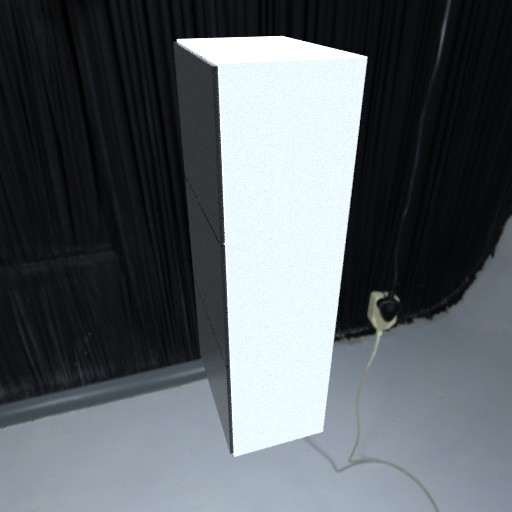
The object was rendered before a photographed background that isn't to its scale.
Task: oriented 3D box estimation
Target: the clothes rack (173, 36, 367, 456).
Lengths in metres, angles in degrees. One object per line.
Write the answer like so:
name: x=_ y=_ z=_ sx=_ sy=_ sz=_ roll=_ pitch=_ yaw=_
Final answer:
clothes rack: x=0.000 y=0.000 z=1.385 sx=0.330 sy=1.187 sz=0.500 roll=-9 pitch=32 yaw=-15
